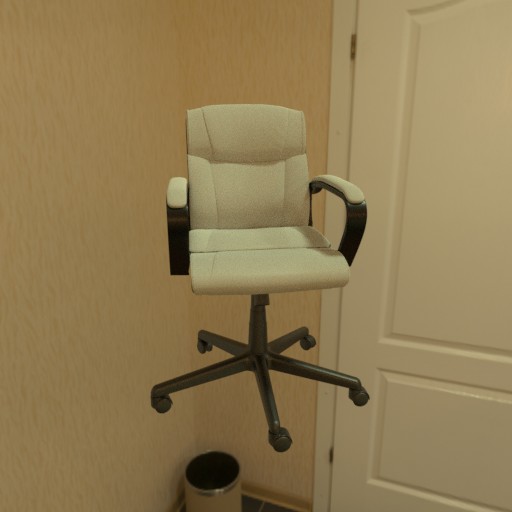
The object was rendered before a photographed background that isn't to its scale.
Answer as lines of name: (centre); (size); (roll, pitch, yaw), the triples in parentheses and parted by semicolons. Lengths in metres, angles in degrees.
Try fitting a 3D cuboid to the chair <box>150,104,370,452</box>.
chair: (0.000, 0.000, 1.498); (0.739, 1.004, 0.717); (-2, 16, -8)
